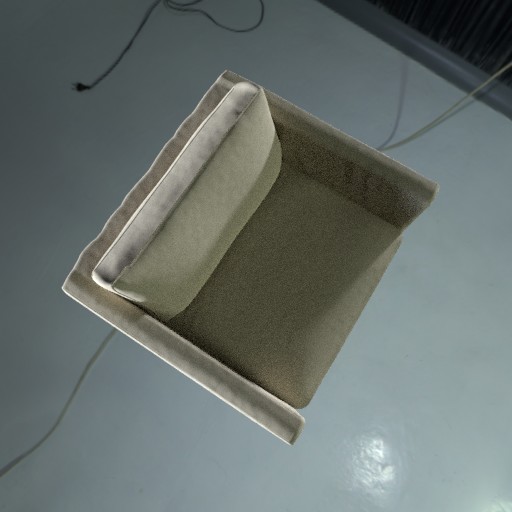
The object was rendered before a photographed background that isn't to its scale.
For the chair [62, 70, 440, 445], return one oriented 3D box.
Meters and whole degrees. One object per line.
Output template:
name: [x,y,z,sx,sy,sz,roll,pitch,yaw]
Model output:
chair: [0.000,0.000,1.780,0.949,0.867,1.057,32,77,8]
